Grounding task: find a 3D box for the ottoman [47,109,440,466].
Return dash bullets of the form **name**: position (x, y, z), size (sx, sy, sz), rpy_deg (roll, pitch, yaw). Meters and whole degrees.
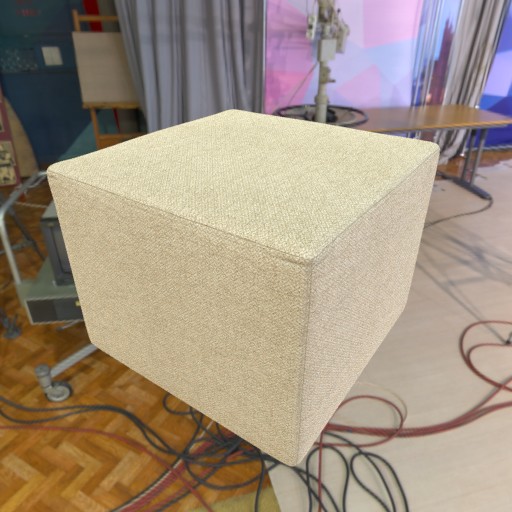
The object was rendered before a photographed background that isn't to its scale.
- **ottoman**: position (0.000, 0.000, 0.865), size (0.508, 0.432, 0.508), rpy_deg (20, 36, 30)
